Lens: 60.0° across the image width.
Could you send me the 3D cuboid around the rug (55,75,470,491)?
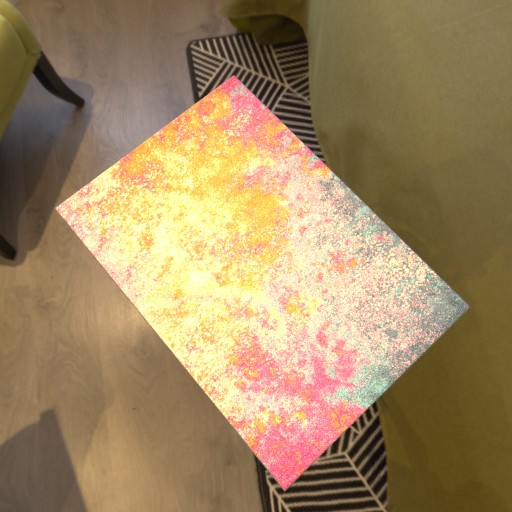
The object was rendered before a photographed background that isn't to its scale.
[{"bbox_3d":[0.000,0.000,3.638,2.007,0.013,2.896,-40,78,-10],"label":"rug"}]
